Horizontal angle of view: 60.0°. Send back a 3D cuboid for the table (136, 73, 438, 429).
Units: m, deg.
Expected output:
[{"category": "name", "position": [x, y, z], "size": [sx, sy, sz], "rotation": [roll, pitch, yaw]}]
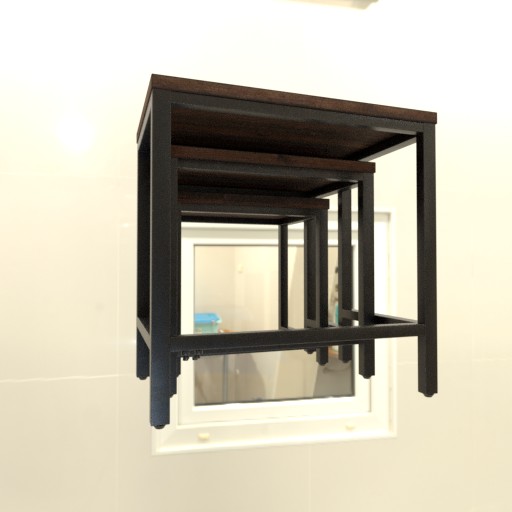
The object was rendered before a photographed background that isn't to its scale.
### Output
[{"category": "table", "position": [0.000, 0.000, 1.170], "size": [0.608, 0.616, 0.660], "rotation": [0, -1, -19]}]
